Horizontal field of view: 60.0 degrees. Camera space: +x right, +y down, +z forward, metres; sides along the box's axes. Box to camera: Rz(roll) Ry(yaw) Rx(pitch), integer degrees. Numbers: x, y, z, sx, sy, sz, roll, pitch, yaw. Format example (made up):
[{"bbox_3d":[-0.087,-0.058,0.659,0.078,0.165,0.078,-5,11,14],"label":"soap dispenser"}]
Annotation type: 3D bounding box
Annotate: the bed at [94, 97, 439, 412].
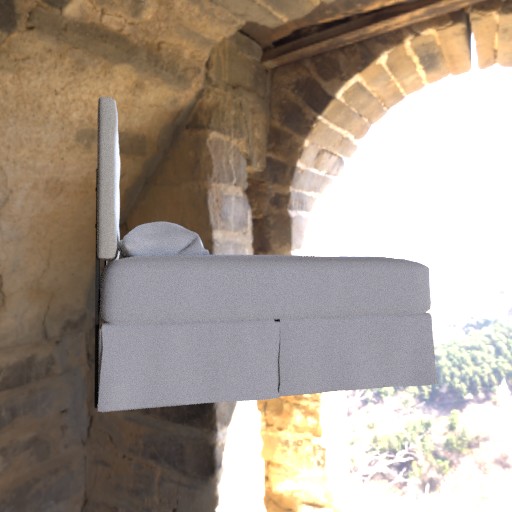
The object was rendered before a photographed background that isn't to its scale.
[{"bbox_3d":[0.000,0.000,3.006,1.997,1.571,1.261,0,-1,-16],"label":"bed"}]
